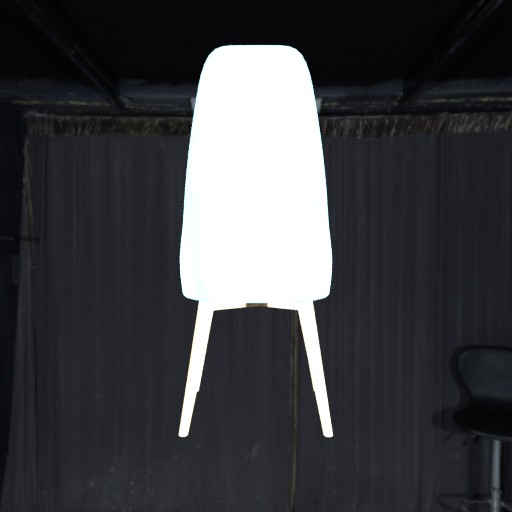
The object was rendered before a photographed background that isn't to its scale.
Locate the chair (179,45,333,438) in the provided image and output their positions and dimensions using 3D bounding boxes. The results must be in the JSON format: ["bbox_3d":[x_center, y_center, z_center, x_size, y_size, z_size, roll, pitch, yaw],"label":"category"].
[{"bbox_3d":[0.000,0.000,1.413,0.510,1.040,0.660,0,0,0],"label":"chair"}]
